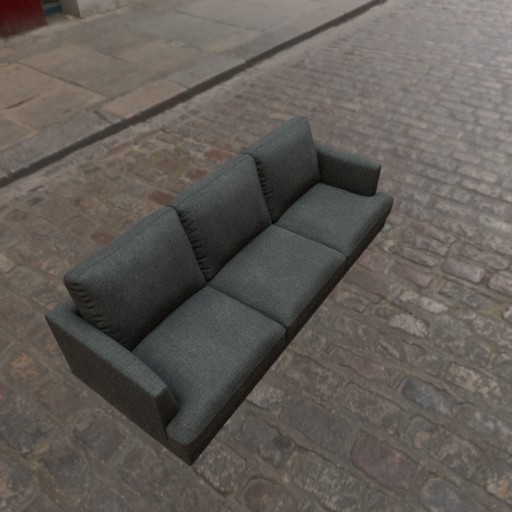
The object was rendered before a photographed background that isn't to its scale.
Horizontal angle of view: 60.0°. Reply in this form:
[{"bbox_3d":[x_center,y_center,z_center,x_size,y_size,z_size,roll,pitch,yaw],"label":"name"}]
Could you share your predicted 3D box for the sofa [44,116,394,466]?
[{"bbox_3d":[0.000,0.000,2.709,0.903,0.930,2.246,26,49,25],"label":"sofa"}]
